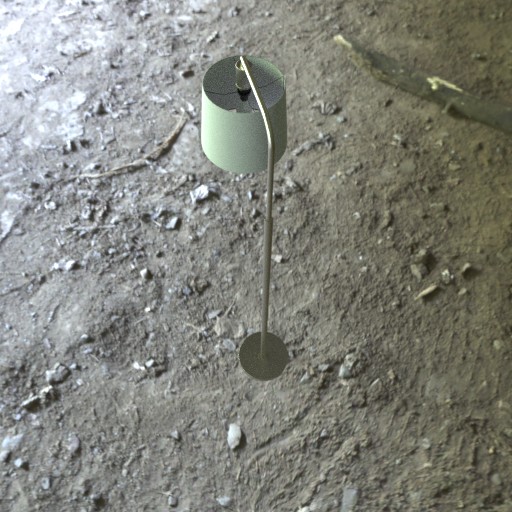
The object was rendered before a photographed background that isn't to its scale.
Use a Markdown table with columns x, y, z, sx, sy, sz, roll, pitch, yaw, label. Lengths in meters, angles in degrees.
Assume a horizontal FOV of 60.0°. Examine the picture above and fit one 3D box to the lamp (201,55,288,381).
| x | y | z | sx | sy | sz | roll | pitch | yaw | label |
| --- | --- | --- | --- | --- | --- | --- | --- | --- | --- |
| 0.000 | 0.000 | 1.641 | 0.254 | 1.478 | 0.508 | -14 | 59 | -8 | lamp |
